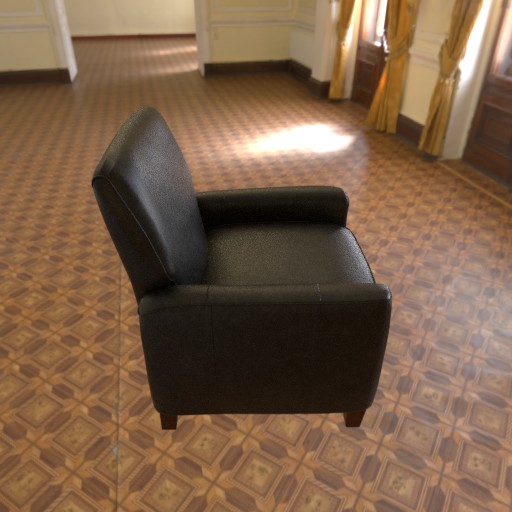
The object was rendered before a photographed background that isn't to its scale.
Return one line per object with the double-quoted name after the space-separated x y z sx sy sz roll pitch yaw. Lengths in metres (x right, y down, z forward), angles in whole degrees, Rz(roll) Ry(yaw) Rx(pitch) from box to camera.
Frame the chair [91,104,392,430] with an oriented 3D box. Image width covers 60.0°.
0.000 0.000 1.651 0.864 1.014 0.848 -1 32 -1 "chair"
